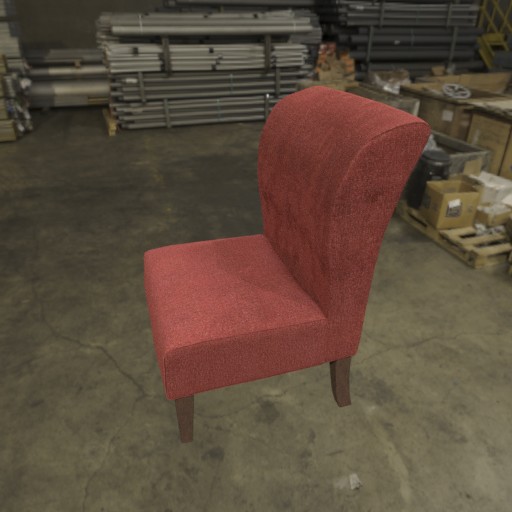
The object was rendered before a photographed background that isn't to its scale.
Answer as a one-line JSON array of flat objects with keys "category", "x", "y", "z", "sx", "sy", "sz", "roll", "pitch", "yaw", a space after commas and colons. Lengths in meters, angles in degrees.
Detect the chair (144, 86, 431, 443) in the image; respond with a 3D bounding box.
[{"category": "chair", "x": 0.000, "y": 0.000, "z": 1.282, "sx": 0.640, "sy": 0.846, "sz": 0.538, "roll": -8, "pitch": 30, "yaw": -15}]
